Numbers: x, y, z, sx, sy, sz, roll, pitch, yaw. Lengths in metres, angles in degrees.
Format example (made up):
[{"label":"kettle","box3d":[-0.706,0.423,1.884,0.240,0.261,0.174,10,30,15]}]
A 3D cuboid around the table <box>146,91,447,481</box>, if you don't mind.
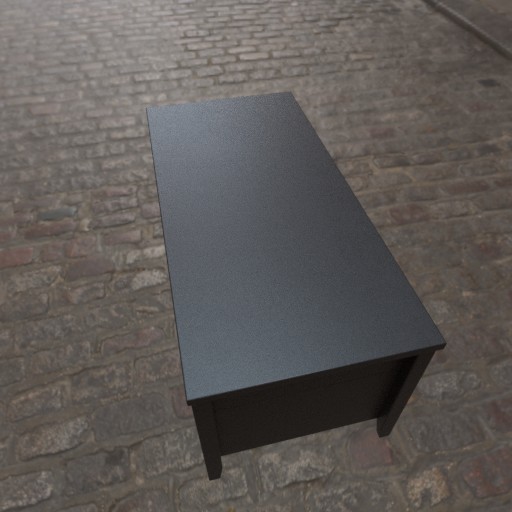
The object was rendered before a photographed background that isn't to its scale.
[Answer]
[{"label":"table","box3d":[0.000,0.000,1.283,0.483,0.457,1.016,-10,47,-9]}]
